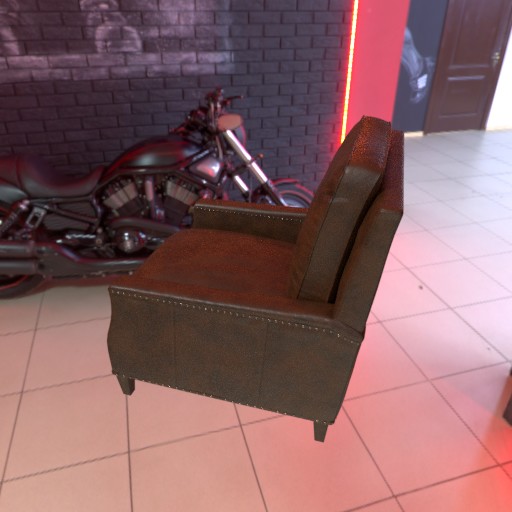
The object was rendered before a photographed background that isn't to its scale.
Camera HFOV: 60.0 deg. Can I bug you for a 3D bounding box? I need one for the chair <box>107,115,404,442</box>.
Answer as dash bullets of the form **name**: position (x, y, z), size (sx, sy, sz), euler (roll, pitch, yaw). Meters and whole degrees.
- **chair**: position (0.000, 0.000, 1.826), size (1.035, 1.054, 0.854), euler (8, 31, 14)
